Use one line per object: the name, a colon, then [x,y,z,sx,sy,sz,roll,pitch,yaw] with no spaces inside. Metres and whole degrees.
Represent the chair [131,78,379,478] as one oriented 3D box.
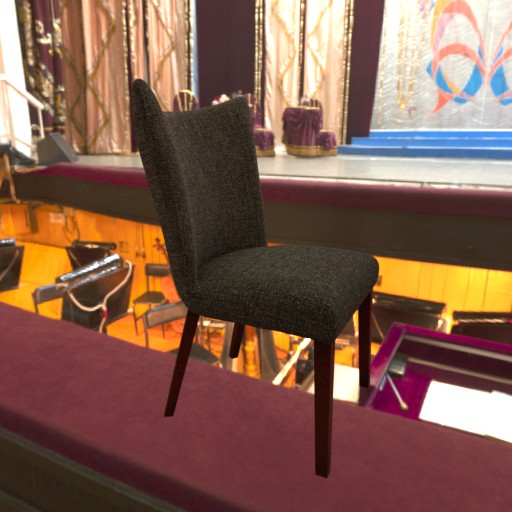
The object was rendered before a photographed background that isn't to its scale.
chair: [0.000,0.000,1.280,0.623,0.924,0.535,7,17,25]
